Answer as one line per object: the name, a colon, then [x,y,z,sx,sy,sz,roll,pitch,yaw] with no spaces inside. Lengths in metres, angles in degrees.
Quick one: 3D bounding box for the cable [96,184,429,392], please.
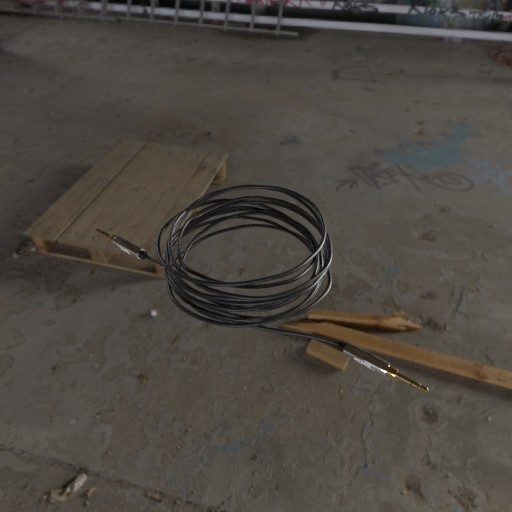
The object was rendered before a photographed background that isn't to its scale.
cable: [0.000,0.000,0.499,0.432,0.069,0.198,25,47,25]
